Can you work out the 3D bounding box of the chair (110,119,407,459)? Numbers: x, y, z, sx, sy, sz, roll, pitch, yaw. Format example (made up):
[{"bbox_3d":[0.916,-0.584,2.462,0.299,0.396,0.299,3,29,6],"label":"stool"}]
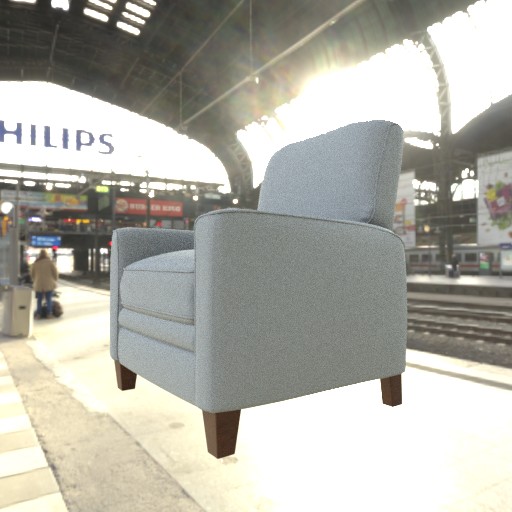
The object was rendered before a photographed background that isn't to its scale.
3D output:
[{"bbox_3d":[0.000,0.000,1.614,0.846,1.007,0.853,1,-1,-35],"label":"chair"}]
